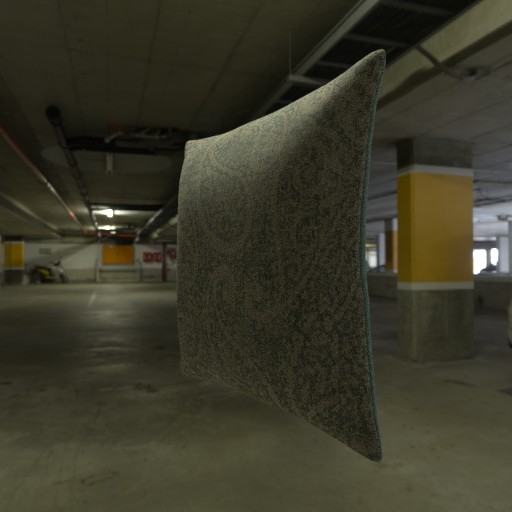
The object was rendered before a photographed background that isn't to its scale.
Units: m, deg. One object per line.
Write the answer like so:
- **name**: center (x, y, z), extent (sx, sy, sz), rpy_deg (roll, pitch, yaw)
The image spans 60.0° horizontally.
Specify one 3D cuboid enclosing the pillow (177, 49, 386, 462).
- **pillow**: center (0.000, 0.000, 0.753), extent (0.166, 0.507, 0.526), rpy_deg (1, -1, -36)
